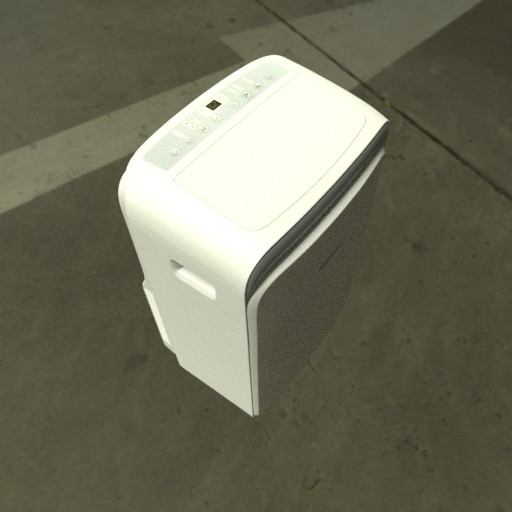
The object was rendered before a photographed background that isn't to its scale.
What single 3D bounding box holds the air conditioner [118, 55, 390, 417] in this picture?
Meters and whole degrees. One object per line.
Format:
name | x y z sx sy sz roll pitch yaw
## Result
air conditioner | 0.000 0.000 0.957 0.365 0.700 0.454 33 62 20
